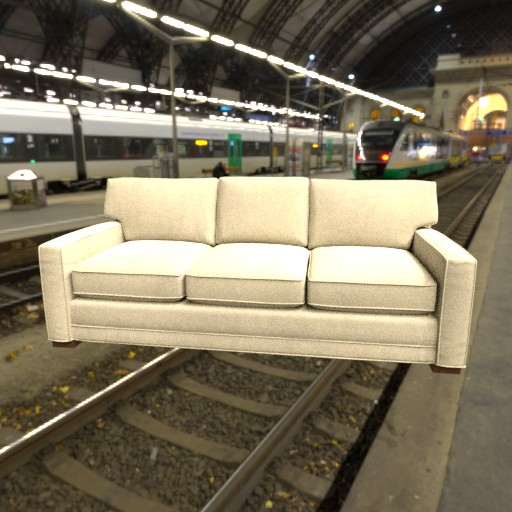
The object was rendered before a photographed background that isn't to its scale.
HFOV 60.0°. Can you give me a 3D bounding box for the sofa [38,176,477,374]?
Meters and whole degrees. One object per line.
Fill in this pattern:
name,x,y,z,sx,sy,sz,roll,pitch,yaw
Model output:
sofa,0.000,0.000,2.534,2.093,0.862,0.936,2,13,8
